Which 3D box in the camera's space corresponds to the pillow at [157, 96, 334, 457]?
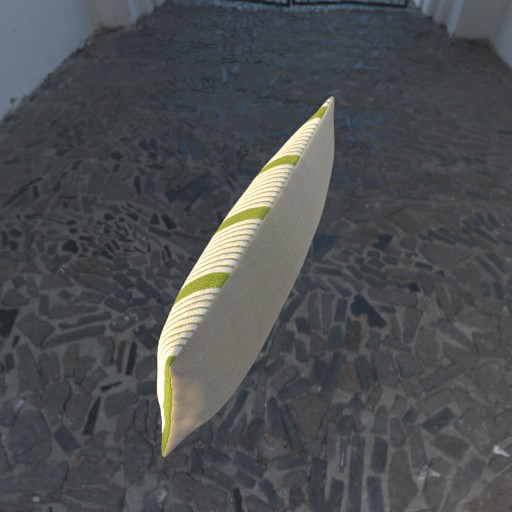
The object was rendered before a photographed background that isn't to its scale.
[{"bbox_3d":[0.000,0.000,0.738,0.156,0.292,0.608,16,48,15],"label":"pillow"}]
